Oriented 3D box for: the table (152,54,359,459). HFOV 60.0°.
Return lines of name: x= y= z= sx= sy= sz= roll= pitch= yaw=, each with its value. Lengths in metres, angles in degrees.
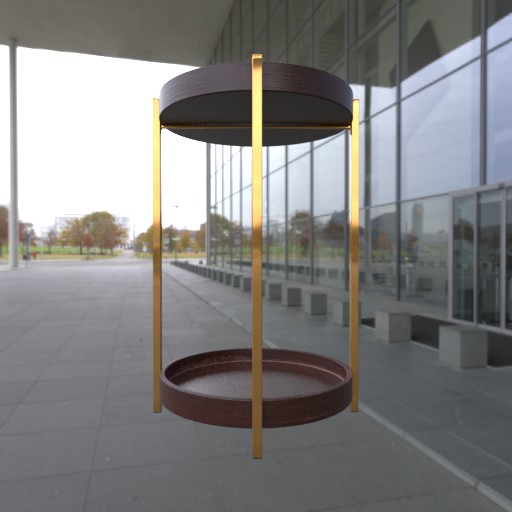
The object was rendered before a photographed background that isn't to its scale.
table: x=0.000 y=0.000 z=0.867 sx=0.400 sy=0.610 sz=0.400 roll=0 pitch=1 yaw=-1
